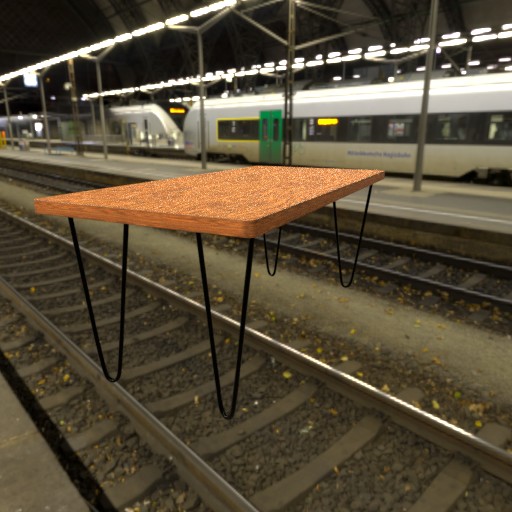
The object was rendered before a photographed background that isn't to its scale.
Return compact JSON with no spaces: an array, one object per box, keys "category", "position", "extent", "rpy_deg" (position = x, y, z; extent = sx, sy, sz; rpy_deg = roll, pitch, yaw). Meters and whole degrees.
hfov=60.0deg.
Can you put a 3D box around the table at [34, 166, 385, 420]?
[{"category":"table","position":[0.000,0.000,2.246],"extent":[0.883,0.753,1.791],"rpy_deg":[8,17,26]}]
